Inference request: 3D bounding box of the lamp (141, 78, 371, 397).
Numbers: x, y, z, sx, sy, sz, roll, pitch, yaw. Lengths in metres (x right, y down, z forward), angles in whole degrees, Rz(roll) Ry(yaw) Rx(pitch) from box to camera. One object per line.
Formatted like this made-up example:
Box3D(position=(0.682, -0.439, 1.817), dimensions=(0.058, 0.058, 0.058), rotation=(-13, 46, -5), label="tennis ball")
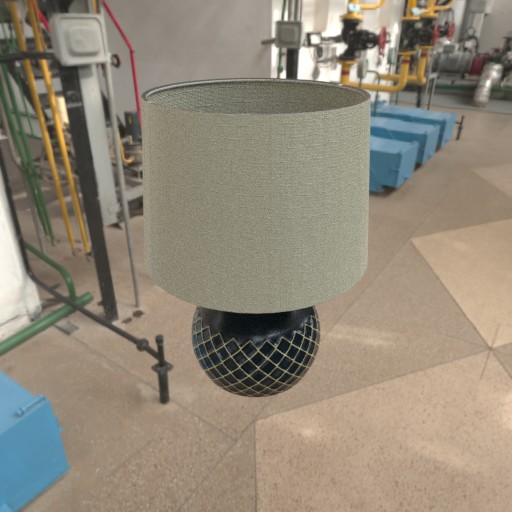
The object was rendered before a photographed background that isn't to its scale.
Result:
Box3D(position=(0.000, 0.000, 0.770), dimensions=(0.376, 0.540, 0.376), rotation=(0, 29, 0), label="lamp")
